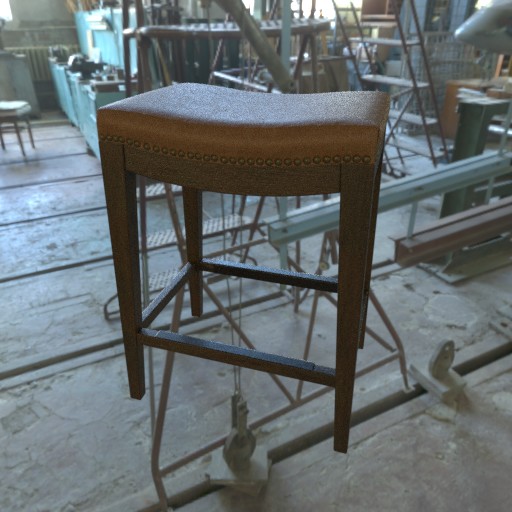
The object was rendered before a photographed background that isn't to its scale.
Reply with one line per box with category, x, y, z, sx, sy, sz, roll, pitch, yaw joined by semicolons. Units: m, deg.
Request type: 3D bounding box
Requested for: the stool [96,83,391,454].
stool;0.000;0.000;0.963;0.500;0.660;0.361;9;30;15
